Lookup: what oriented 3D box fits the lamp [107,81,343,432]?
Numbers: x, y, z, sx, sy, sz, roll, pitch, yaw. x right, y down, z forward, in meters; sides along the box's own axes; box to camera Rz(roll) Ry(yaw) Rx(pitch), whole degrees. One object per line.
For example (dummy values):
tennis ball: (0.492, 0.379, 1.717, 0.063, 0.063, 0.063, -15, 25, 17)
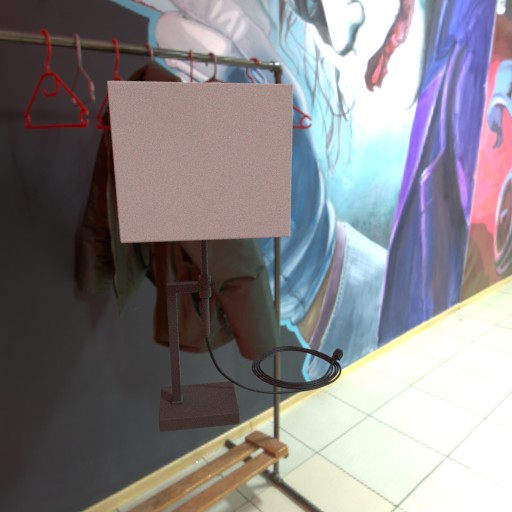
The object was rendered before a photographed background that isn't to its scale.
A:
lamp: (0.000, 0.000, 0.962, 0.504, 0.660, 0.399, -2, 16, -9)
